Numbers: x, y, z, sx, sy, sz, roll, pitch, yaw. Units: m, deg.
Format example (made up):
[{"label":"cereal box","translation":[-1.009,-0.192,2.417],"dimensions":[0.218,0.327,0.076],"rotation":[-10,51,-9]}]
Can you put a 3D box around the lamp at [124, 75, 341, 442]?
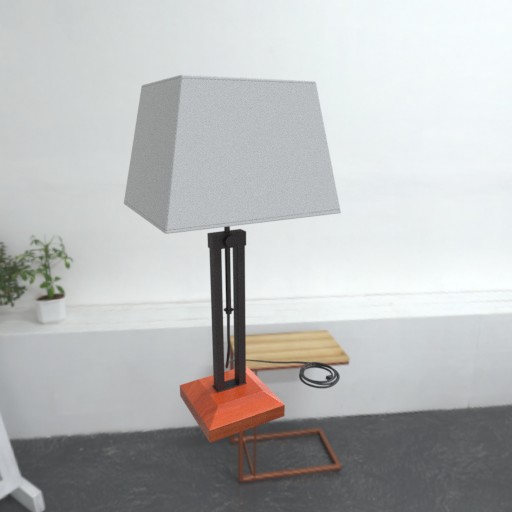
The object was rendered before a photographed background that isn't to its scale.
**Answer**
[{"label":"lamp","translation":[0.000,0.000,0.993],"dimensions":[0.498,0.737,0.310],"rotation":[-9,19,-27]}]
